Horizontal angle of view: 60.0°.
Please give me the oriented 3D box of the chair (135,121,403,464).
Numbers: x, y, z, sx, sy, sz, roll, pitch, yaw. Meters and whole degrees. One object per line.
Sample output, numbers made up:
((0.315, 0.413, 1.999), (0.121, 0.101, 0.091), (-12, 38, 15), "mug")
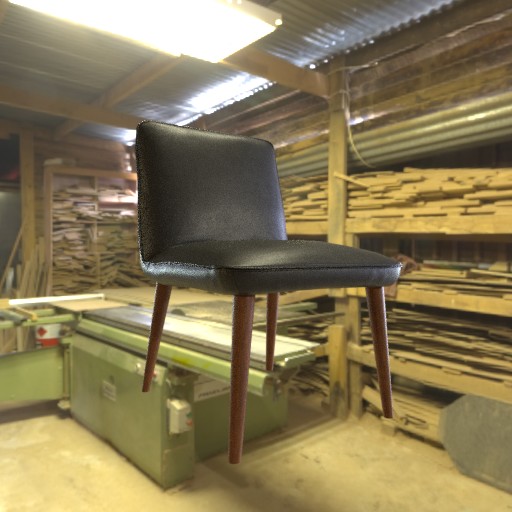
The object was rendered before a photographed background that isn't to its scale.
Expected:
((0.000, 0.000, 1.201), (0.543, 0.801, 0.645), (0, 1, -37), "chair")
